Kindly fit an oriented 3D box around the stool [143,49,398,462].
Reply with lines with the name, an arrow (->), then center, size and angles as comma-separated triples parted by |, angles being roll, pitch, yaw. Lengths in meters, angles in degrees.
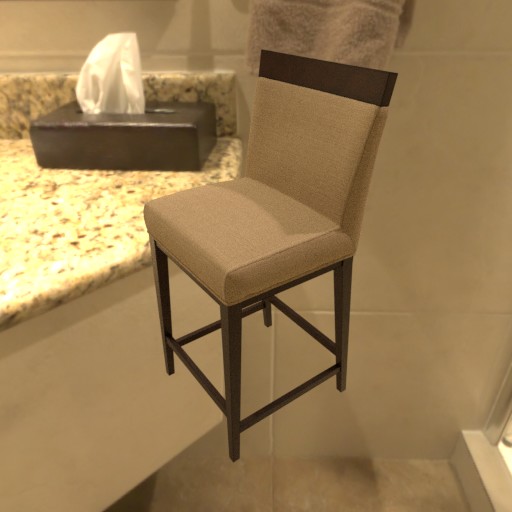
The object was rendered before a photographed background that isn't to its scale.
stool -> 0.000, 0.000, 1.402 | 0.531, 1.117, 0.511 | -21, 37, -30
